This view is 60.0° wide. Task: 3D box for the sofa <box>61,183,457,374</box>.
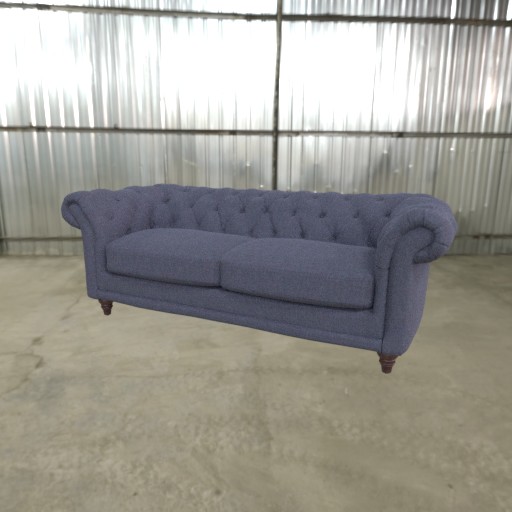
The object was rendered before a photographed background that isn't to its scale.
[{"bbox_3d":[0.000,0.000,2.864,2.335,0.836,1.046,6,15,25],"label":"sofa"}]
